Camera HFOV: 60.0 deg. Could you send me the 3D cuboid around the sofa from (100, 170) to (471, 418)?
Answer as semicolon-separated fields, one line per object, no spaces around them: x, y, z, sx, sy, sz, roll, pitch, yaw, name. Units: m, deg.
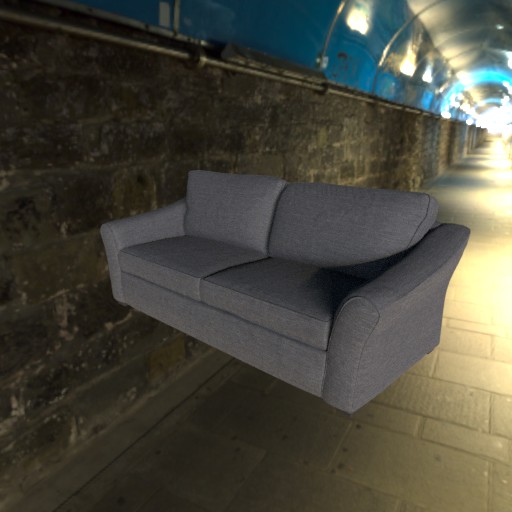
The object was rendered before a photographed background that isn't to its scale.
0.000;0.000;2.821;2.270;0.950;0.971;15;22;41;sofa
